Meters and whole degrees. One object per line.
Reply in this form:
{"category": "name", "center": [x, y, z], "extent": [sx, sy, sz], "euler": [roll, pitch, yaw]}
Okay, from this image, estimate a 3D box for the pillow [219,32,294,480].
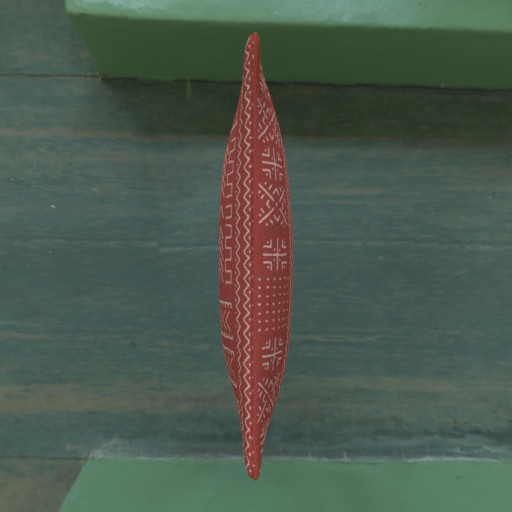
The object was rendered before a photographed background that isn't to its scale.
{"category": "pillow", "center": [0.000, 0.000, 0.791], "extent": [0.130, 0.352, 0.640], "euler": [0, 90, -1]}
